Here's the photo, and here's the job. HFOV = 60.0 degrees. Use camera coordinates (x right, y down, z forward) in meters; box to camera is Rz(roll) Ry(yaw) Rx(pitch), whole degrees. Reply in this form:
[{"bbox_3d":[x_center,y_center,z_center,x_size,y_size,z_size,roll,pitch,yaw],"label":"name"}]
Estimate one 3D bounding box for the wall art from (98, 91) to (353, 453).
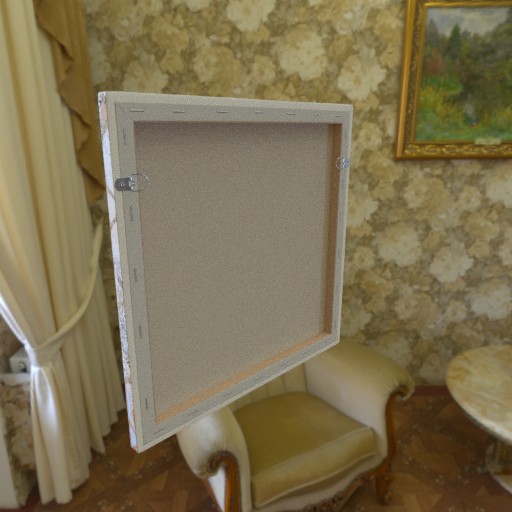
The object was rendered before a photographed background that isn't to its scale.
[{"bbox_3d":[0.000,0.000,1.370,0.912,0.914,0.039,-15,22,-42],"label":"wall art"}]
